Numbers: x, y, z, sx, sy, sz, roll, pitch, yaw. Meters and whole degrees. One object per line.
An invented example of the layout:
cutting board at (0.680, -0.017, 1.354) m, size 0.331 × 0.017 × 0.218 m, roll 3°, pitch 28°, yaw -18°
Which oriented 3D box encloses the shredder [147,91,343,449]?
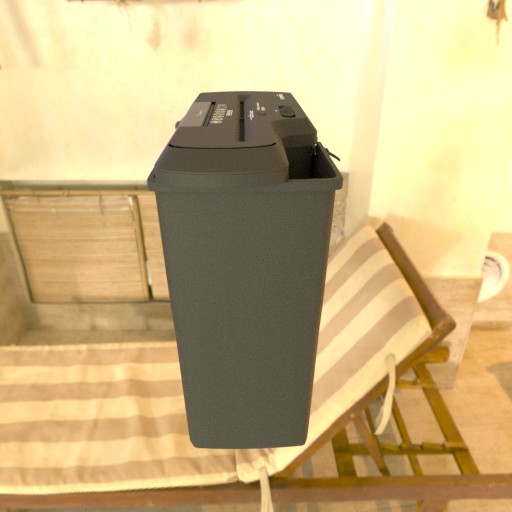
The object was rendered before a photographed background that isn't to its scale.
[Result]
shredder at (0.000, 0.000, 0.518) m, size 0.170 × 0.335 × 0.320 m, roll -1°, pitch 28°, yaw -1°
